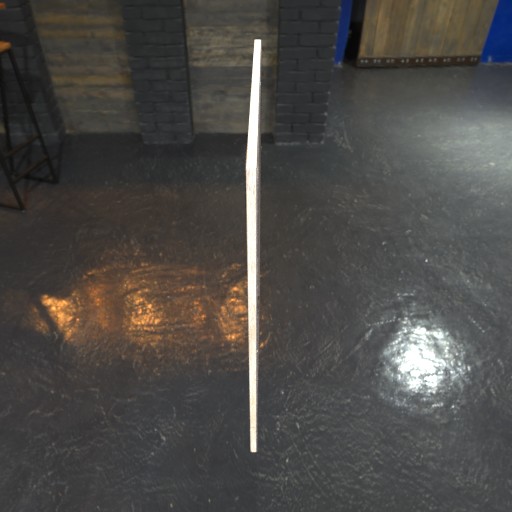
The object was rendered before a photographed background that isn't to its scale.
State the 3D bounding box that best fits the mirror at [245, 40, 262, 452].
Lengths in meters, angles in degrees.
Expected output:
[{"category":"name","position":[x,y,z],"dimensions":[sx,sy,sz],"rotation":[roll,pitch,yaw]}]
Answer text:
[{"category":"mirror","position":[0.000,0.000,1.306],"dimensions":[0.025,0.996,0.705],"rotation":[1,41,1]}]
